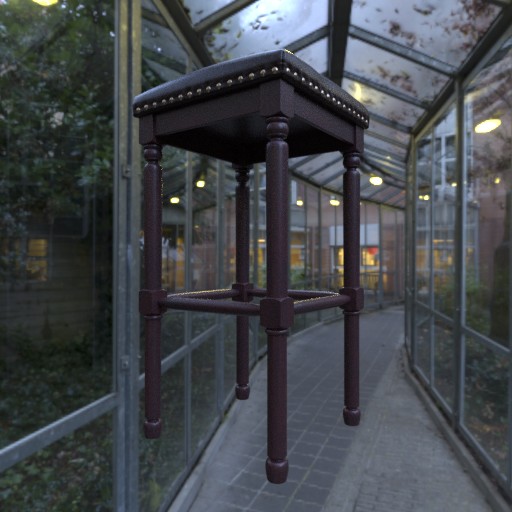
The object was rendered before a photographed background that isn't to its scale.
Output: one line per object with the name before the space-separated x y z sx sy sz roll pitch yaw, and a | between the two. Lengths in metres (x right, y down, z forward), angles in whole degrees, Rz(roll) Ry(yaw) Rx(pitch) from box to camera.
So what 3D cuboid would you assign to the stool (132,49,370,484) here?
stool | 0.000 0.000 0.981 0.383 0.768 0.382 0 0 36
